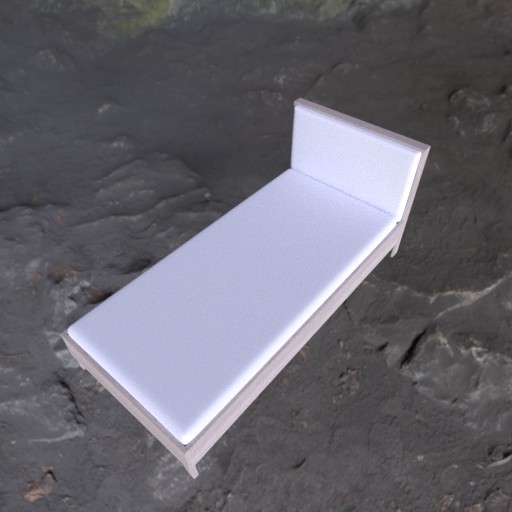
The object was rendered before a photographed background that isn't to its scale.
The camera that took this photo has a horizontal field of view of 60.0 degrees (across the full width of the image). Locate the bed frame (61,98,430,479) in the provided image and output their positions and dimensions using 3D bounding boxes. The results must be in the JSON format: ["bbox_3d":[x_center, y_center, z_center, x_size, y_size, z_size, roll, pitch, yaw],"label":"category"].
[{"bbox_3d":[0.000,0.000,2.696,0.990,0.920,2.140,31,53,27],"label":"bed frame"}]
